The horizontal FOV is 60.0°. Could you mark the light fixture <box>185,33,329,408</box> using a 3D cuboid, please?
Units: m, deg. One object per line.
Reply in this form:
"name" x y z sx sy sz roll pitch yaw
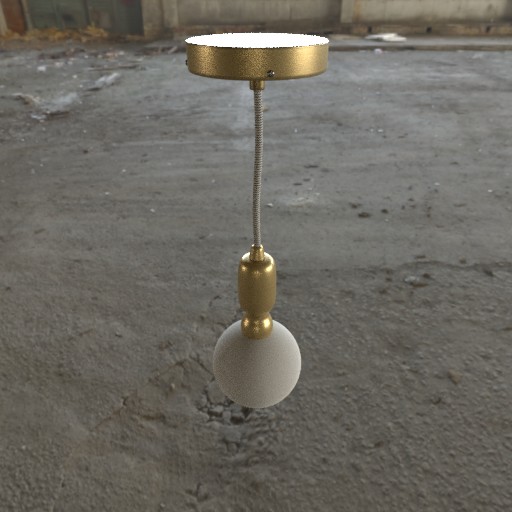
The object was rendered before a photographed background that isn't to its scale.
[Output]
"light fixture" 0.000 0.000 0.578 0.146 0.510 0.147 0 31 0
